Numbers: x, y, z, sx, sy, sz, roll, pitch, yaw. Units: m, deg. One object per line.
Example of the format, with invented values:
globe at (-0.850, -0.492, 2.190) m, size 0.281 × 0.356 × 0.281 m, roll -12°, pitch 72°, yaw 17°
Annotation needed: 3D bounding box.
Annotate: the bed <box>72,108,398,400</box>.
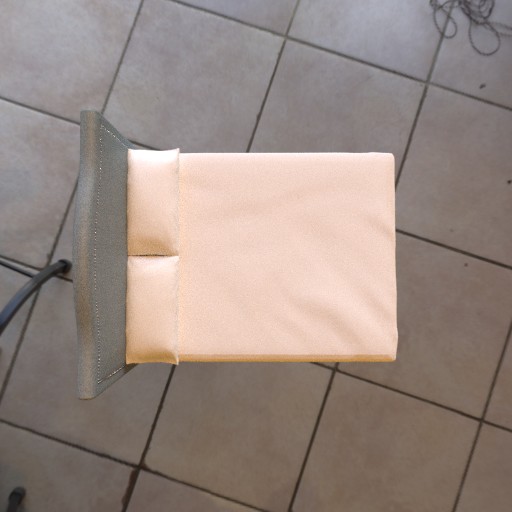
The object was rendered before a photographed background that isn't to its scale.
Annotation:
bed at (0.000, 0.000, 3.267) m, size 2.143 × 1.460 × 1.753 m, roll 0°, pitch 88°, yaw 1°
